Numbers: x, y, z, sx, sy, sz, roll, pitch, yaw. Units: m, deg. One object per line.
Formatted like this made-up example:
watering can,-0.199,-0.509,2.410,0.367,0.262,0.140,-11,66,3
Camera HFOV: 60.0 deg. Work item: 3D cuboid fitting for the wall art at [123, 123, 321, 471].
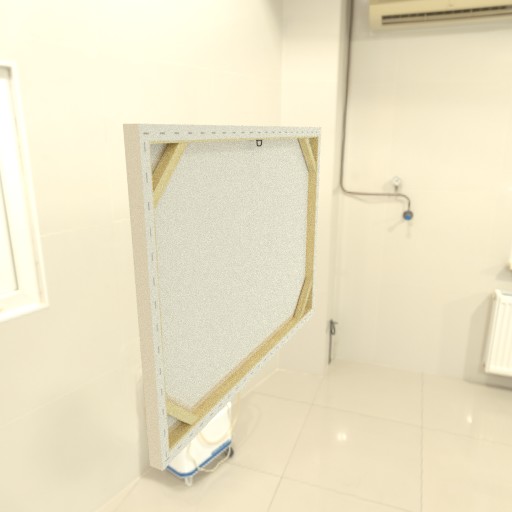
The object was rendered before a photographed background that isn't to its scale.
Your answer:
wall art,0.000,0.000,1.354,0.038,0.762,1.016,8,18,26
